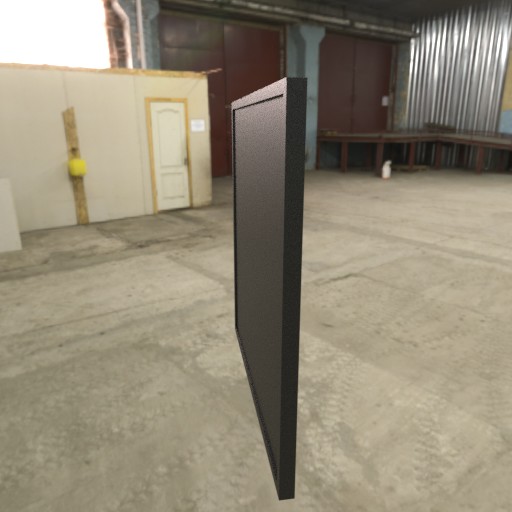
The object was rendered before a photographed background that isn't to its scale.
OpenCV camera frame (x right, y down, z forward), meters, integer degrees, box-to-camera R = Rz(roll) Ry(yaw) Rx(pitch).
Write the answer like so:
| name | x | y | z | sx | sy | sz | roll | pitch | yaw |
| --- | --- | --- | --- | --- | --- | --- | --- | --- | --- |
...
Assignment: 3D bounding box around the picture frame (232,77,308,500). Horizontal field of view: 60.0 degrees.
| name | x | y | z | sx | sy | sz | roll | pitch | yaw |
| --- | --- | --- | --- | --- | --- | --- | --- | --- | --- |
| picture frame | 0.000 | 0.000 | 1.130 | 0.032 | 0.775 | 0.775 | -3 | 17 | -9 |
